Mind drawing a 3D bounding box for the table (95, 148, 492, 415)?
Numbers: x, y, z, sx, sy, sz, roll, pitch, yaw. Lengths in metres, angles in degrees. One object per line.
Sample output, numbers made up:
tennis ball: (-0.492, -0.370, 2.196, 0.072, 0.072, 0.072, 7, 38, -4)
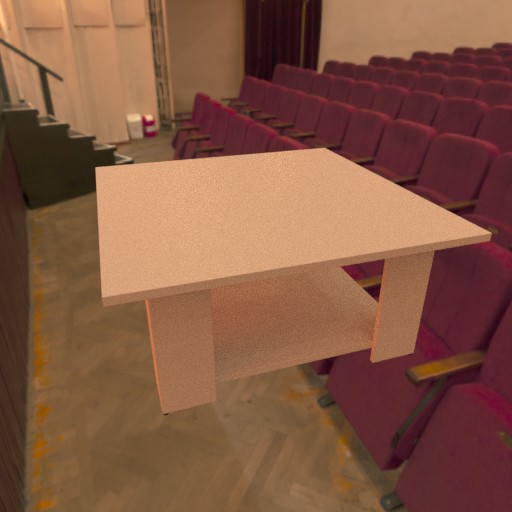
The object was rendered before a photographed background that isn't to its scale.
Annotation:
table: (0.000, 0.000, 1.055, 0.670, 0.305, 0.670, -9, 29, -16)
